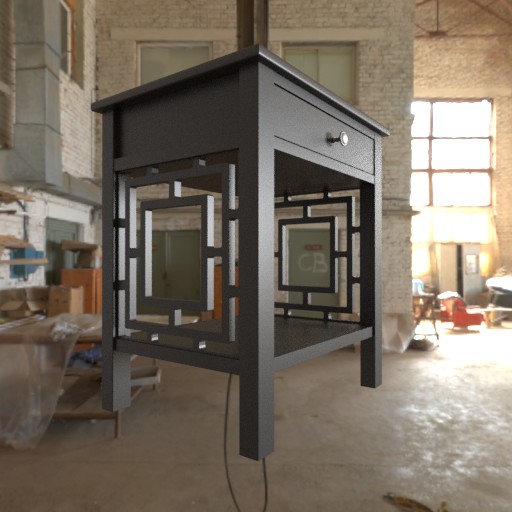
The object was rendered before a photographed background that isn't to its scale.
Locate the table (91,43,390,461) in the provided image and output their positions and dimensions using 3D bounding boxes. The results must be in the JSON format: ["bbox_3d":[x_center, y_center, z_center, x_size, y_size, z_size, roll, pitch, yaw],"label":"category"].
[{"bbox_3d":[0.000,0.000,1.025,0.451,0.646,0.564,0,0,36],"label":"table"}]
